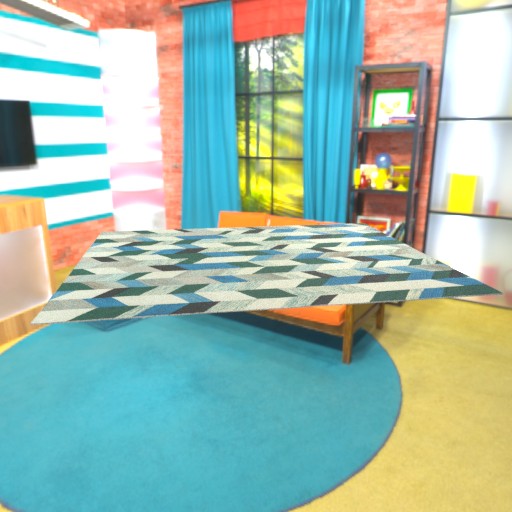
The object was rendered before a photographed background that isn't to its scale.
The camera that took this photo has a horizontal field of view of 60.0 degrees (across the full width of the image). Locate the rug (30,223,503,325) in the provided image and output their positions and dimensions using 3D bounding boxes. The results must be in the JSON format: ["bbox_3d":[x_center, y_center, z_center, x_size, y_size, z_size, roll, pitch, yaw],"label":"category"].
[{"bbox_3d":[0.000,0.000,3.937,3.036,0.008,2.440,-3,16,-9],"label":"rug"}]
